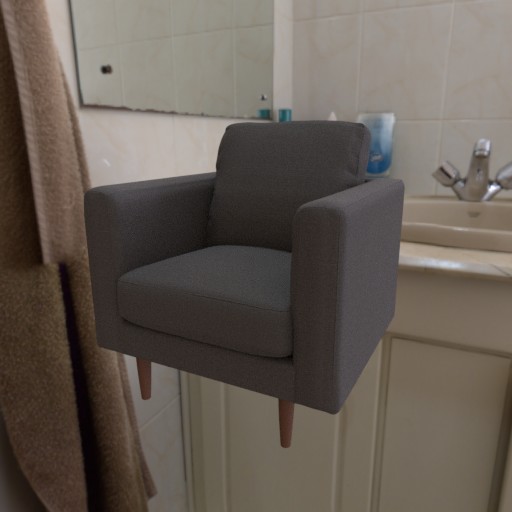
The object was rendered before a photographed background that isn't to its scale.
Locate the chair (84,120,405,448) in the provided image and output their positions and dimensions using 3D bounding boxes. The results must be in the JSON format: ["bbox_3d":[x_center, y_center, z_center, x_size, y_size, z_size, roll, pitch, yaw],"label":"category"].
[{"bbox_3d":[0.000,0.000,1.554,0.854,0.927,0.800,8,16,27],"label":"chair"}]
